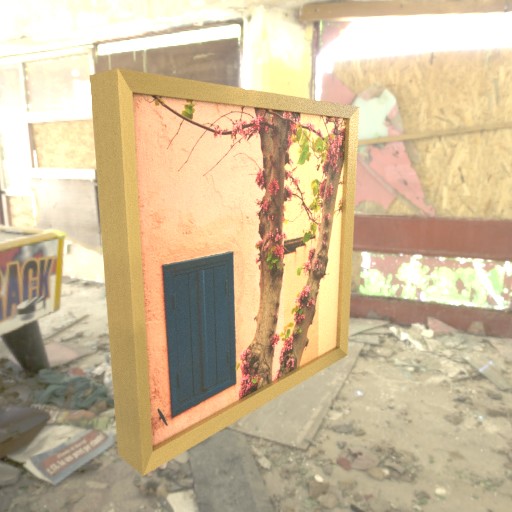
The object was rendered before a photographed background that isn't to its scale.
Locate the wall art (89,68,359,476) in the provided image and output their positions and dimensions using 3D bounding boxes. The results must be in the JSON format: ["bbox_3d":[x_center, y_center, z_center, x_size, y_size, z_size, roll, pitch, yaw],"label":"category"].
[{"bbox_3d":[0.000,0.000,0.442,0.038,0.305,0.304,11,17,42],"label":"wall art"}]
